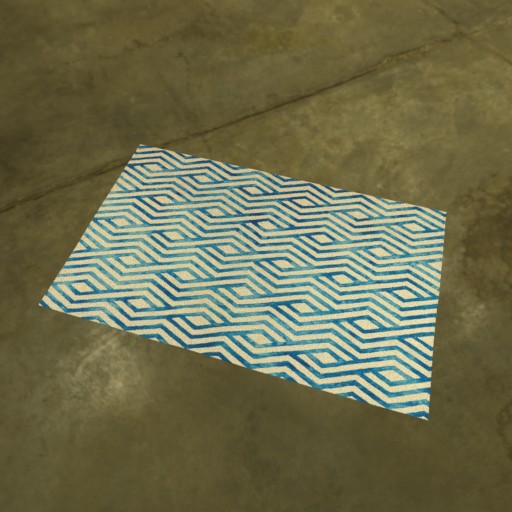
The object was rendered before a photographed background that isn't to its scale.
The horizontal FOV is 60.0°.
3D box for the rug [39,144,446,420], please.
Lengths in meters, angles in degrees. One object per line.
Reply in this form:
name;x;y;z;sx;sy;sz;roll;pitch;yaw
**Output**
rug;0.000;0.000;3.028;2.439;0.008;1.531;14;58;9
